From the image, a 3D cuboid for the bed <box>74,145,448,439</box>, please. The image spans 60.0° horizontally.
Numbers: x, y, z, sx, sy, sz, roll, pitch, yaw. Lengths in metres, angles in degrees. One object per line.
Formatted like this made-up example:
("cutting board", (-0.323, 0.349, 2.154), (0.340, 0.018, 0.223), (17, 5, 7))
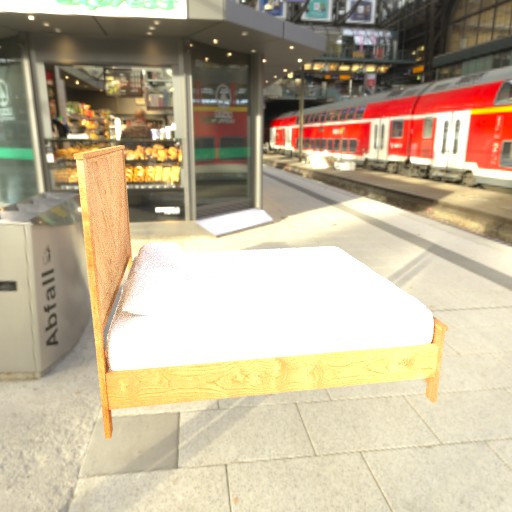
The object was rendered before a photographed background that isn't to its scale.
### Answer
("bed", (0.000, 0.000, 3.550), (2.201, 1.686, 1.936), (-3, 15, -10))
